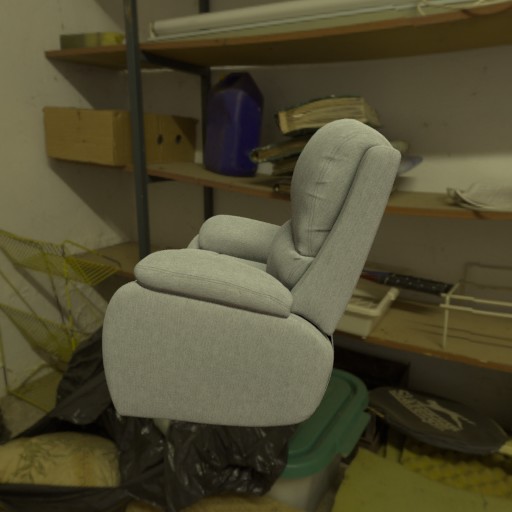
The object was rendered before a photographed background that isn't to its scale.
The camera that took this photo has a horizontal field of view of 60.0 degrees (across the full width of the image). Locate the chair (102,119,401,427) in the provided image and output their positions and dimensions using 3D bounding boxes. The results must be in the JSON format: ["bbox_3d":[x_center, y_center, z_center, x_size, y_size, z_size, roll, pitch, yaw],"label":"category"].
[{"bbox_3d":[0.000,0.000,1.722,0.899,1.011,0.930,2,14,8],"label":"chair"}]
